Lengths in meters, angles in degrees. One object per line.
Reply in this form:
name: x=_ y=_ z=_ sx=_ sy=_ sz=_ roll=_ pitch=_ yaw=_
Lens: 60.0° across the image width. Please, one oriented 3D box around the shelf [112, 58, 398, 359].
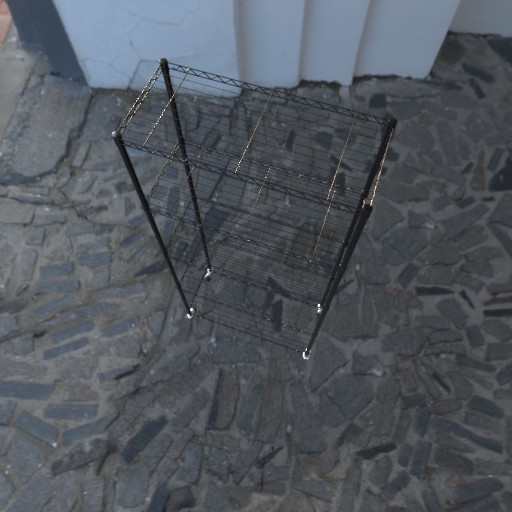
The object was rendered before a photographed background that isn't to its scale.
shelf: x=0.000 y=0.000 z=1.990 sx=0.762 sy=1.645 sz=0.356 roll=18 pitch=65 yaw=9
